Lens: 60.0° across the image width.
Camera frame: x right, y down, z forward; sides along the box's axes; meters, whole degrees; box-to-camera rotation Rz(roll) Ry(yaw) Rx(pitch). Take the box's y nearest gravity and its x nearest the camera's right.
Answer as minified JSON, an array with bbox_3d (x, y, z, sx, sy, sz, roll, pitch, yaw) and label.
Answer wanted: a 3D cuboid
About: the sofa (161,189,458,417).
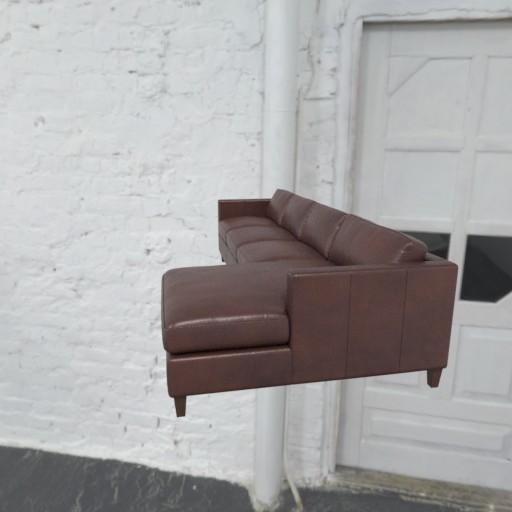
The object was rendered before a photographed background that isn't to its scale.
[{"bbox_3d":[0.000,0.000,3.802,1.581,0.883,3.203,-3,14,-11],"label":"sofa"}]
